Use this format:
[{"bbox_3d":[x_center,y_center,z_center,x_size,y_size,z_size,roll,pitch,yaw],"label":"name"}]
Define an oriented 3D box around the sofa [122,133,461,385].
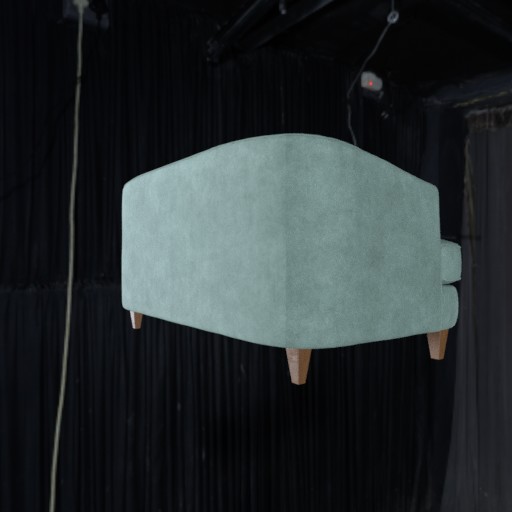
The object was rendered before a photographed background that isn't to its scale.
[{"bbox_3d":[0.000,0.000,2.270,0.941,0.855,1.733,0,0,-37],"label":"sofa"}]
